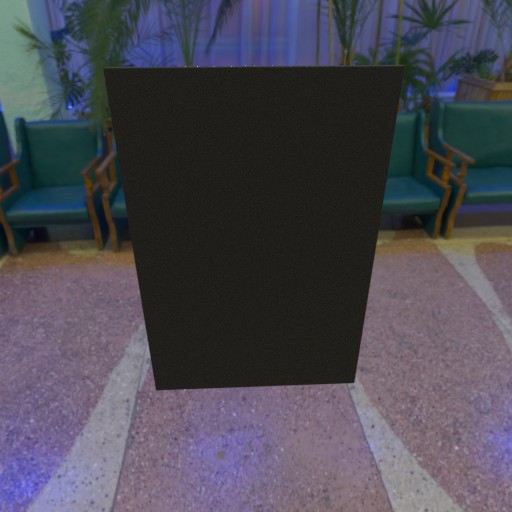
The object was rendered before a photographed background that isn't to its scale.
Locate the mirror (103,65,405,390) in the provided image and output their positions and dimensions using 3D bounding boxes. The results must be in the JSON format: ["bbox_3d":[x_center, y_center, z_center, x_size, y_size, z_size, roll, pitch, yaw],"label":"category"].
[{"bbox_3d":[0.000,0.000,1.147,0.613,0.914,0.039,-1,31,-2],"label":"mirror"}]
